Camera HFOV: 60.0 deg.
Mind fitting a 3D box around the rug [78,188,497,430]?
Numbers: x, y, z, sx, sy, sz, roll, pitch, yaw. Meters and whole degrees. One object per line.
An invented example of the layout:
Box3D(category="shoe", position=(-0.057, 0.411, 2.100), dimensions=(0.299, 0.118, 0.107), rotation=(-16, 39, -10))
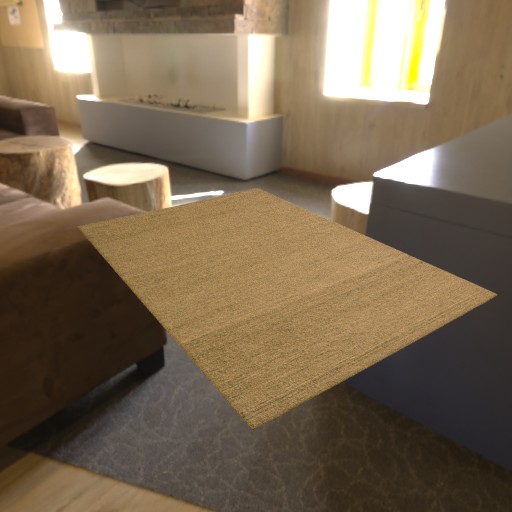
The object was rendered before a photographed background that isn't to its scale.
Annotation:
Box3D(category="rug", position=(0.000, 0.000, 4.880), dimensions=(2.782, 0.025, 3.935), rotation=(-17, 31, -31))
